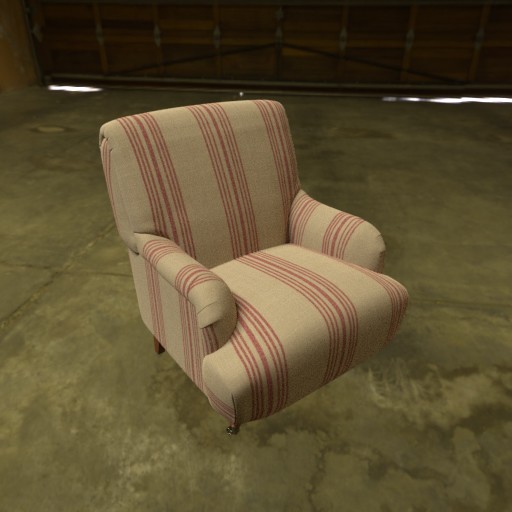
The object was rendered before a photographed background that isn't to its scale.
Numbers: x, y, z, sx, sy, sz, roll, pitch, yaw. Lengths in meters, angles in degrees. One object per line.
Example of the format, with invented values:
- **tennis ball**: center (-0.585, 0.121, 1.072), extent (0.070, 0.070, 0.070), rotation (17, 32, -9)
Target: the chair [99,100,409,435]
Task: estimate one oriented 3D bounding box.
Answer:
- **chair**: center (0.000, 0.000, 1.888), extent (0.933, 1.123, 1.058), rotation (-19, 34, -31)
